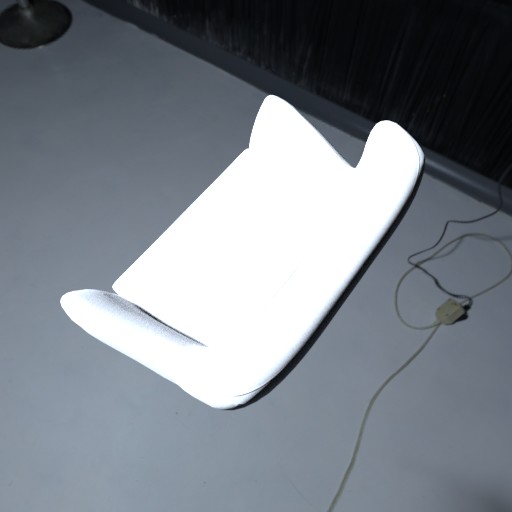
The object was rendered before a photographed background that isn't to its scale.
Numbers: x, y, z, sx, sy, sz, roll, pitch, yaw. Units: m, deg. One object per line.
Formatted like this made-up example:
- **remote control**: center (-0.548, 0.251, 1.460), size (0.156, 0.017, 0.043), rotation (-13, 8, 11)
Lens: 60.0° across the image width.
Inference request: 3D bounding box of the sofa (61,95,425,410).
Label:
- **sofa**: center (0.000, 0.000, 2.009), size (0.921, 0.878, 1.424), rotation (34, 68, 16)
